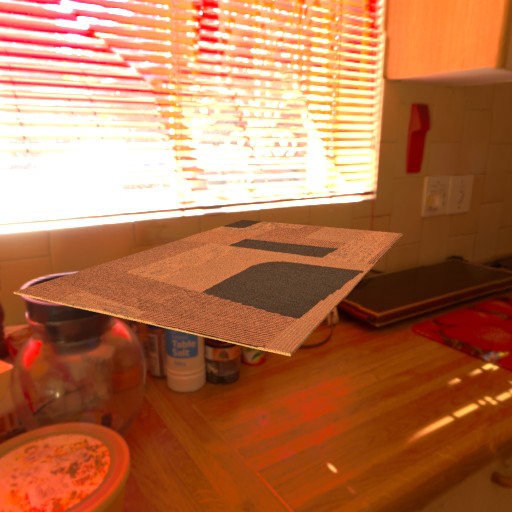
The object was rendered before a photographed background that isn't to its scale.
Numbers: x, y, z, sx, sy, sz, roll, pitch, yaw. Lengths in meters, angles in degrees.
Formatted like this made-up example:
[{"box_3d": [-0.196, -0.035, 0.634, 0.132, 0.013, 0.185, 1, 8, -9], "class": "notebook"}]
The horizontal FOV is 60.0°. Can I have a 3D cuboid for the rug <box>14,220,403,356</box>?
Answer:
[{"box_3d": [0.000, 0.000, 2.961, 1.521, 0.015, 2.436, 7, 16, 26], "class": "rug"}]
